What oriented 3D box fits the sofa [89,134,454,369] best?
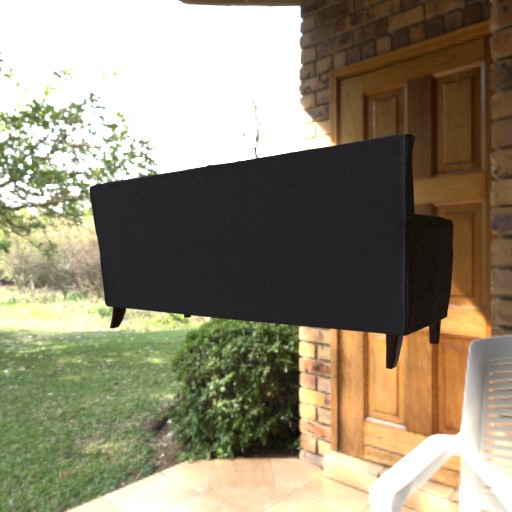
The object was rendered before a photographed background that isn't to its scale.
[{"bbox_3d":[0.000,0.000,2.532,2.002,0.907,0.843,0,-1,36],"label":"sofa"}]
